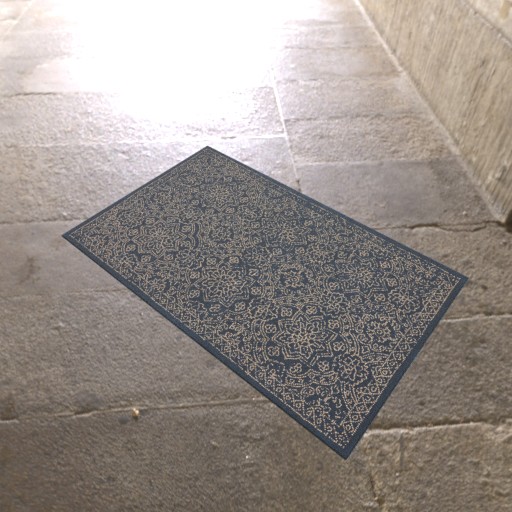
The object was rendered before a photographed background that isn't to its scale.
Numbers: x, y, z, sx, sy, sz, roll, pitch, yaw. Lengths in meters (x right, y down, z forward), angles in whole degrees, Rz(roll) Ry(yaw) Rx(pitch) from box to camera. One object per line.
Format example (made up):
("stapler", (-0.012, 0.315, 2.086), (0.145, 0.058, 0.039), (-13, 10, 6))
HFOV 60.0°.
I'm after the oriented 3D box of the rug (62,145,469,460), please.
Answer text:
("rug", (0.000, 0.000, 3.103), (2.441, 0.015, 1.526), (32, 55, 26))
